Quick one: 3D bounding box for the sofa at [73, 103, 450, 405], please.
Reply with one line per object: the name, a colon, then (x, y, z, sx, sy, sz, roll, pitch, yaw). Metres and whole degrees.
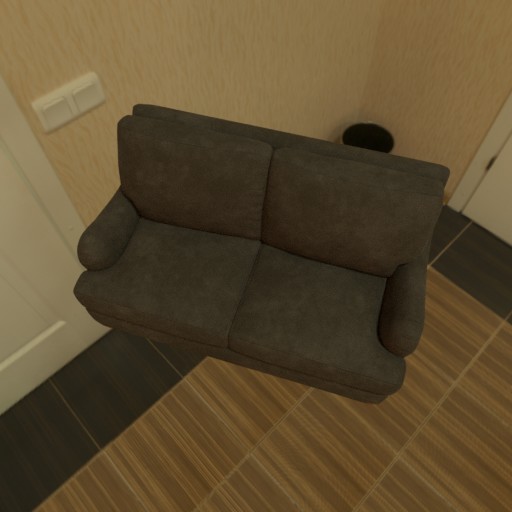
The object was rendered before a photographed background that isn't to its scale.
sofa: (0.000, 0.000, 2.537, 1.853, 1.101, 1.084, 14, 59, 9)
